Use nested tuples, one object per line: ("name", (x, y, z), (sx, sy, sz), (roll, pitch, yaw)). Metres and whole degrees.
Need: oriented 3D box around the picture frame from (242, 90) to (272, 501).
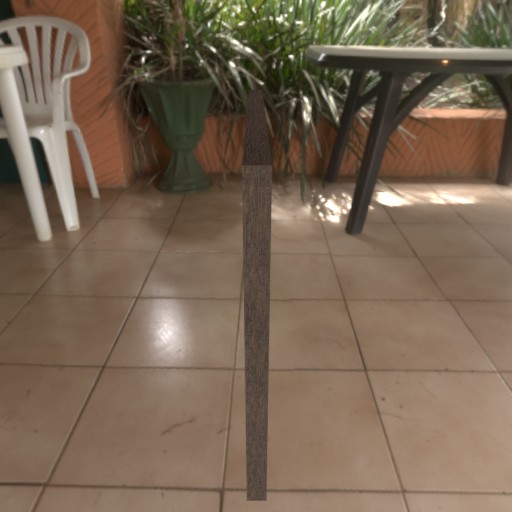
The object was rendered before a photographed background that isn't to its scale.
("picture frame", (0.000, 0.000, 0.732), (0.026, 0.455, 0.546), (0, 27, 0))
